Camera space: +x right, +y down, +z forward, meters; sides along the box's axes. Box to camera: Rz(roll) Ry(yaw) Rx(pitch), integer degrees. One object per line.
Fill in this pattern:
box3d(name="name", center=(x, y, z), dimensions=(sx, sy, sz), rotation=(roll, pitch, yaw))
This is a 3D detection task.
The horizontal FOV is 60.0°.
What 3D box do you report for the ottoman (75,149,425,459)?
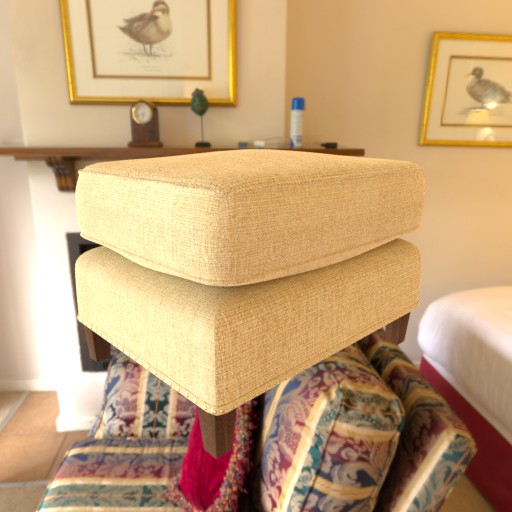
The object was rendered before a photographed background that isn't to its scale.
box3d(name="ottoman", center=(0.000, 0.000, 1.145), dimensions=(0.738, 0.537, 0.589), rotation=(-14, 21, -42))
